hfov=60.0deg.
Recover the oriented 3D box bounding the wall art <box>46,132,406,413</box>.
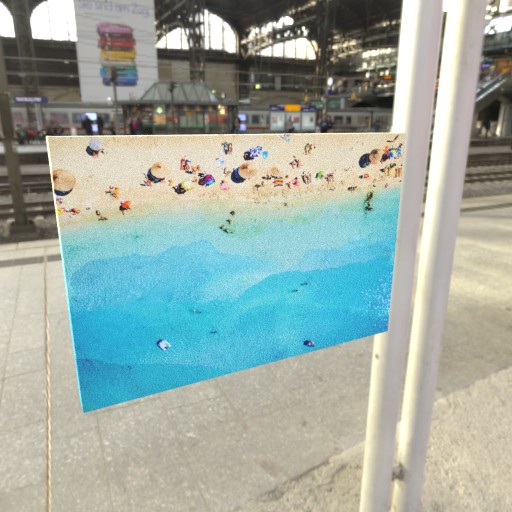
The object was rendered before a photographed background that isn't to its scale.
[{"bbox_3d":[0.000,0.000,1.122,0.894,0.595,0.057,-8,18,-26],"label":"wall art"}]
